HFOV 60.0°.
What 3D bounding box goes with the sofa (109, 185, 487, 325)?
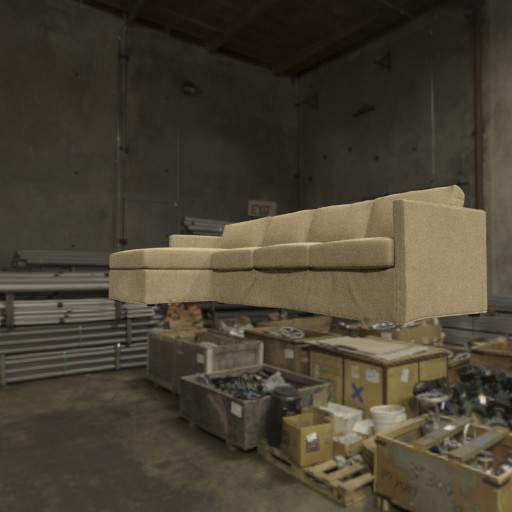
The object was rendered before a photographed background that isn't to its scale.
[{"bbox_3d":[0.000,0.000,3.855,1.638,0.920,3.198,1,-2,-35],"label":"sofa"}]
